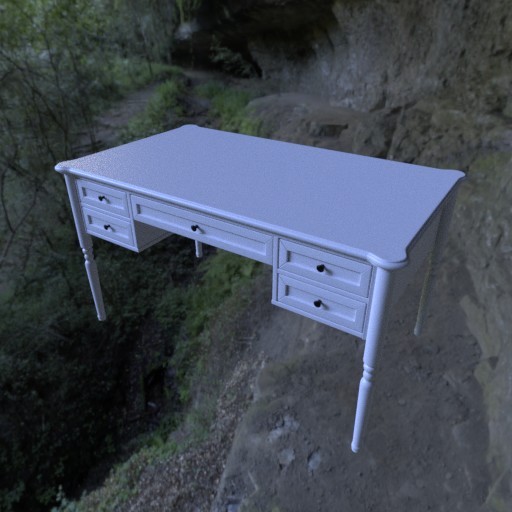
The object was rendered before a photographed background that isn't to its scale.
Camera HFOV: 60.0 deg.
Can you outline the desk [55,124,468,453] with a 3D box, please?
[{"bbox_3d":[0.000,0.000,1.859,1.380,0.762,0.807,18,35,29],"label":"desk"}]
